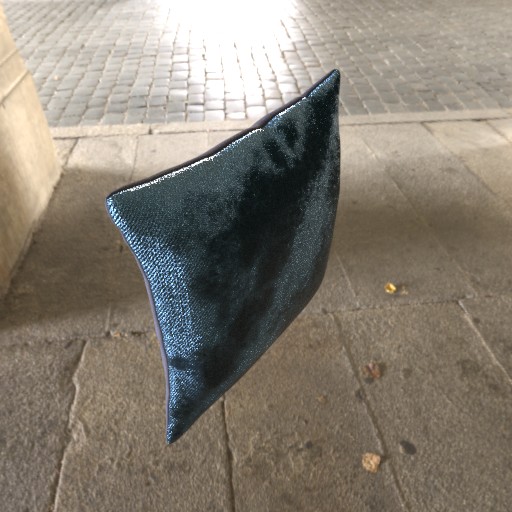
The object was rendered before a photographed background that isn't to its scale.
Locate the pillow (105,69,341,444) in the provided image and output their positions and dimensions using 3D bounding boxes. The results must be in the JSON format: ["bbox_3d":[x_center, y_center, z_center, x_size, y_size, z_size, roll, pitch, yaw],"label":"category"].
[{"bbox_3d":[0.000,0.000,0.648,0.138,0.430,0.436,26,46,27],"label":"pillow"}]
